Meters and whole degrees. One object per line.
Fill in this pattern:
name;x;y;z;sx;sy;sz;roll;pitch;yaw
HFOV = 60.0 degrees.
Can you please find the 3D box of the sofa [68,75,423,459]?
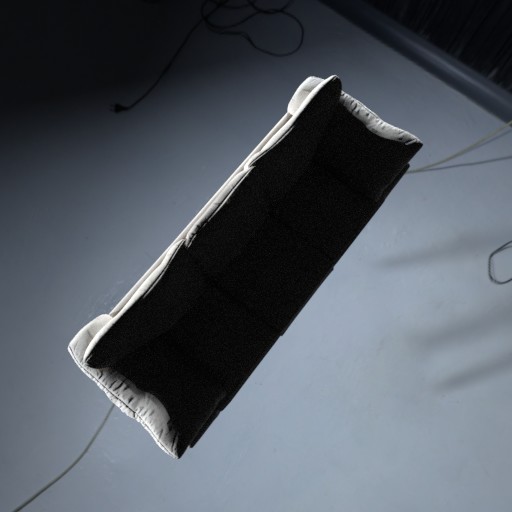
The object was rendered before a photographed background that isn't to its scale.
sofa;0.000;0.000;2.834;0.878;0.996;2.334;37;77;10
